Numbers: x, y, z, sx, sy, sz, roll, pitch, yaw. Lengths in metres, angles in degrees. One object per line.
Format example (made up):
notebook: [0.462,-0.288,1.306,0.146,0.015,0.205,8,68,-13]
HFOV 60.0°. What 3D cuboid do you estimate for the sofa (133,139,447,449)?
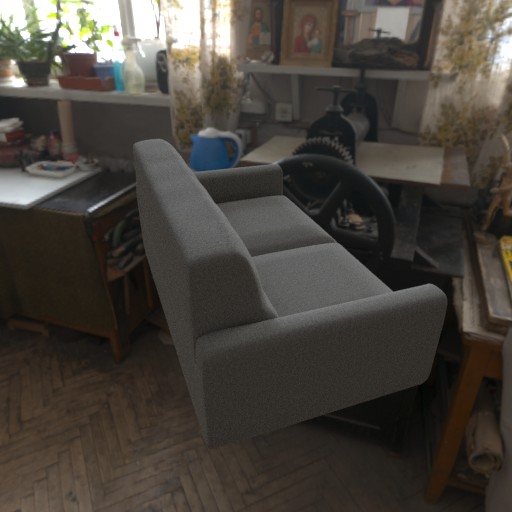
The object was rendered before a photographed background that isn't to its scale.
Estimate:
sofa: [0.000,0.000,2.222,0.952,0.925,1.651,-10,31,-18]
